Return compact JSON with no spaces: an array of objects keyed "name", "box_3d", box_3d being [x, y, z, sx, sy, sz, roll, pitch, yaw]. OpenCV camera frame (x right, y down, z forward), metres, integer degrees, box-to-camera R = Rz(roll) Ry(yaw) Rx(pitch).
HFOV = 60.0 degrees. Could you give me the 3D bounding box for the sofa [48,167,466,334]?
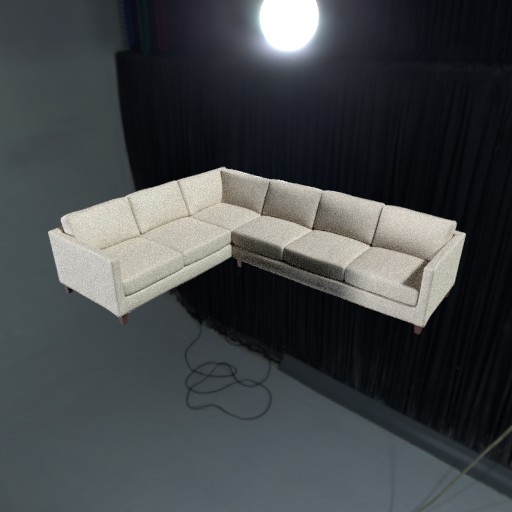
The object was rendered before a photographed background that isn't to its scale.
[{"name":"sofa","box_3d":[0.000,0.000,4.318,3.182,0.863,2.432,19,33,33]}]
